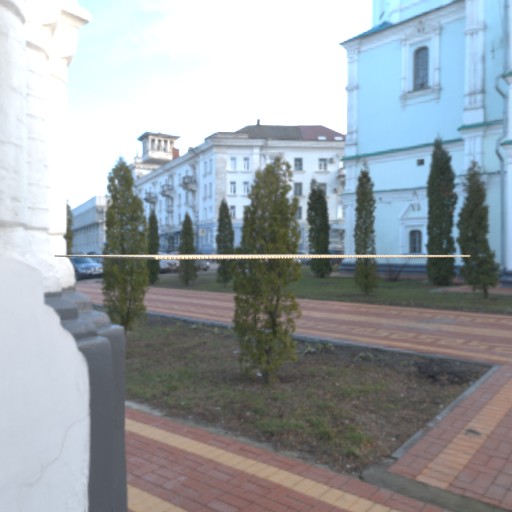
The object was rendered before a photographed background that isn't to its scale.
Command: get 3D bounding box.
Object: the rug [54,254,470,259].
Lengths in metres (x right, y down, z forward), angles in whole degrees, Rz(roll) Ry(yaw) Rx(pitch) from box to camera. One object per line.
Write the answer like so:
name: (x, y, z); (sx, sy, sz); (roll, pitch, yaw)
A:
rug: (0.000, 0.000, 4.134); (3.048, 0.013, 2.438); (0, 0, -35)
